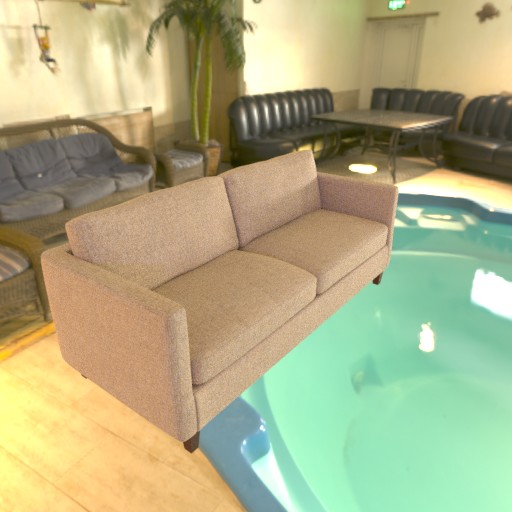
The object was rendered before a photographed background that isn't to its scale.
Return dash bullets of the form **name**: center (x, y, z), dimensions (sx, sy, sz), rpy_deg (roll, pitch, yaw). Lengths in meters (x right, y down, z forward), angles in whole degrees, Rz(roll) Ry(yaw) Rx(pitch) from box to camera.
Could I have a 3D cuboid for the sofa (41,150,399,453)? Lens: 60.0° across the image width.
- **sofa**: center (0.000, 0.000, 2.739), dimensions (0.951, 0.965, 2.208), rpy_deg (18, 30, 34)
